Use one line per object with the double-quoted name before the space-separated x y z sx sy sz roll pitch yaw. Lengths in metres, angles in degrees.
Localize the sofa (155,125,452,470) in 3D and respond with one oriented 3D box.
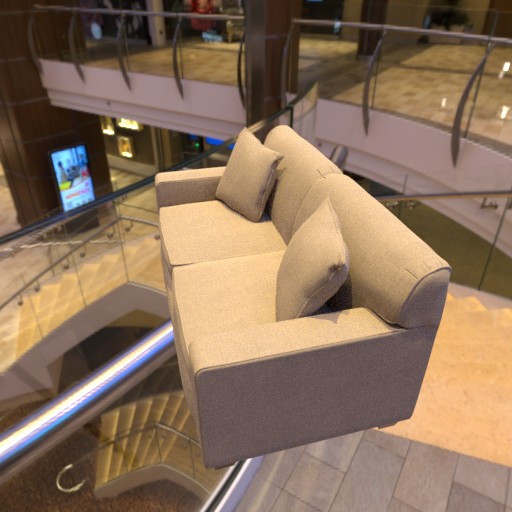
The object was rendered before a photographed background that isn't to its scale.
"sofa" 0.000 0.000 2.421 0.998 0.958 1.846 -8 33 -13
